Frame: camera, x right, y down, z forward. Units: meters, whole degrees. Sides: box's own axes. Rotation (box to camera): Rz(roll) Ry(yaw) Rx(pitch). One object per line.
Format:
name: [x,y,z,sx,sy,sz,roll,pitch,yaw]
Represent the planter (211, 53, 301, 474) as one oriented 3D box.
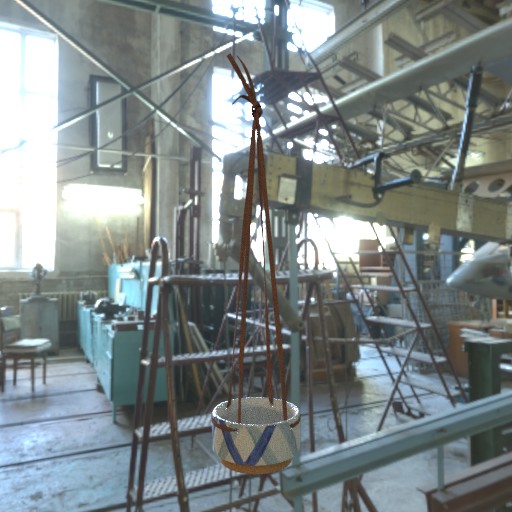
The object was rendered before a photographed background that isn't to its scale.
planter: [0.000,0.000,0.834,0.166,0.751,0.166,0,-1,19]
